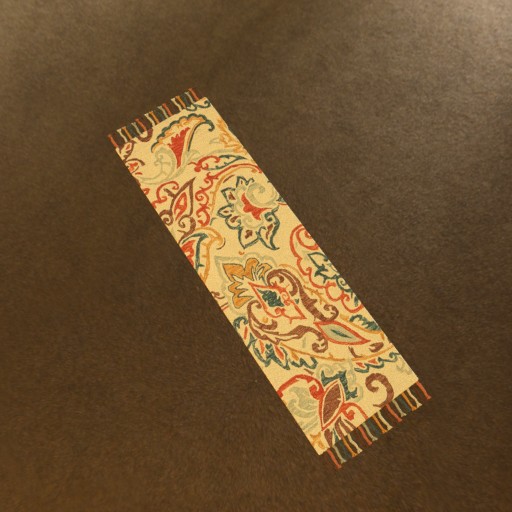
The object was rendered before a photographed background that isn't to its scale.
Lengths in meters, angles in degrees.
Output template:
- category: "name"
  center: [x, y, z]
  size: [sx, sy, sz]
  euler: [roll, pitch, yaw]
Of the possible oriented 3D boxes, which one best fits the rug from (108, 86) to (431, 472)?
- category: "rug"
  center: [0.000, 0.000, 2.943]
  size: [0.763, 0.015, 2.682]
  euler: [-33, 77, -9]
